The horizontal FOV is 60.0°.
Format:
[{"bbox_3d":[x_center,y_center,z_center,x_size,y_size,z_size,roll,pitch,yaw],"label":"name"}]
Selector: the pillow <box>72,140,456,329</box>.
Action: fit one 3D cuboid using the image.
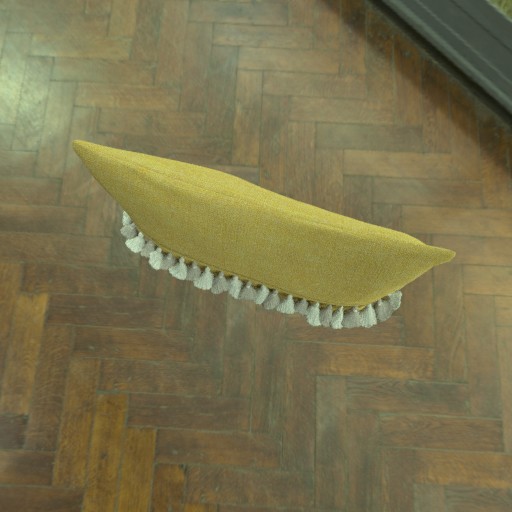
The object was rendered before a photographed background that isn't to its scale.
[{"bbox_3d":[0.000,0.000,0.738,0.485,0.481,0.167,17,78,4],"label":"pillow"}]
